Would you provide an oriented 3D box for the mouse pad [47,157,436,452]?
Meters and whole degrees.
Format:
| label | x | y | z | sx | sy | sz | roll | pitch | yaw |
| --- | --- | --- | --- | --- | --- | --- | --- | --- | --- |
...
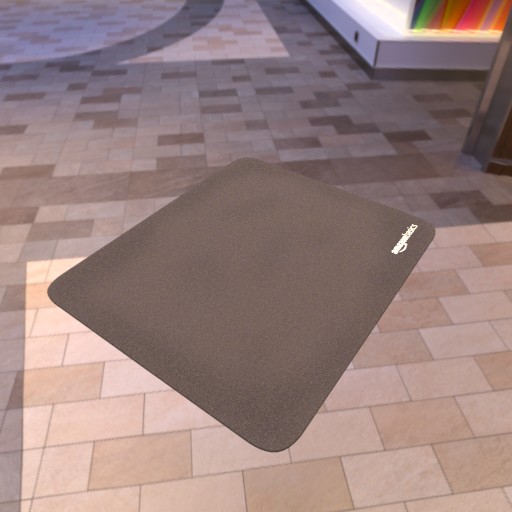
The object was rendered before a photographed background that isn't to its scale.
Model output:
| label | x | y | z | sx | sy | sz | roll | pitch | yaw |
| --- | --- | --- | --- | --- | --- | --- | --- | --- | --- |
| mouse pad | 0.000 | 0.000 | 0.443 | 0.269 | 0.002 | 0.315 | 26 | 48 | 26 |
